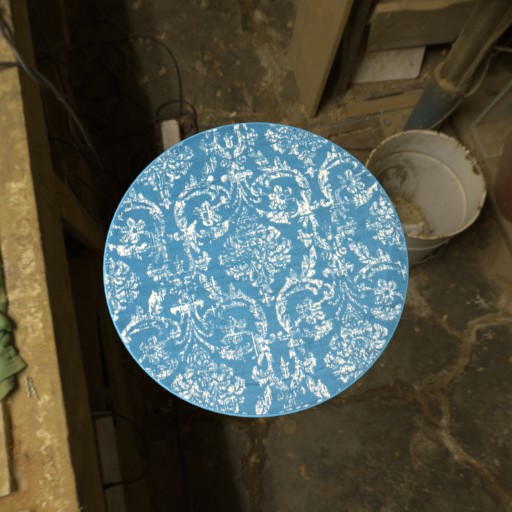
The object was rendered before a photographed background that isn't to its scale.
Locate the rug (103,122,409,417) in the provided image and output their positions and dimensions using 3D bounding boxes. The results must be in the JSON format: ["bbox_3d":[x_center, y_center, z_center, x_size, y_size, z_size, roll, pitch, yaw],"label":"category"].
[{"bbox_3d":[0.000,0.000,2.322,1.593,0.012,1.593,0,74,0],"label":"rug"}]
